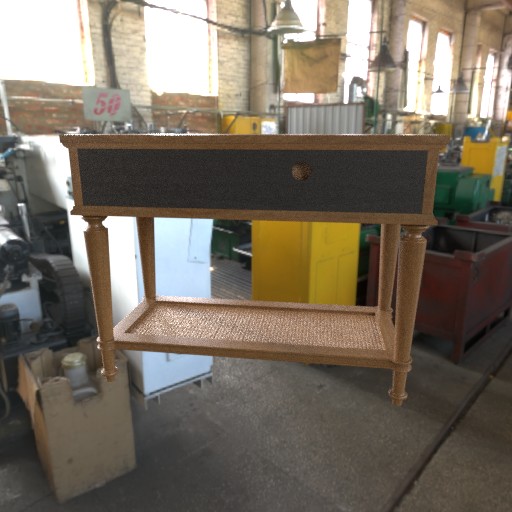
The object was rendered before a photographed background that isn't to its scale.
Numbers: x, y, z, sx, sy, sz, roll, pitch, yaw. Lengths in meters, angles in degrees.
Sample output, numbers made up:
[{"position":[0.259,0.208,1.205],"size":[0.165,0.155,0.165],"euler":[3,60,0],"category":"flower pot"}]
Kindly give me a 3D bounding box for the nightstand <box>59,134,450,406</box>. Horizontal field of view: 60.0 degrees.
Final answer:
[{"position":[0.000,0.000,1.324],"size":[0.914,0.700,0.432],"euler":[2,16,8],"category":"nightstand"}]
